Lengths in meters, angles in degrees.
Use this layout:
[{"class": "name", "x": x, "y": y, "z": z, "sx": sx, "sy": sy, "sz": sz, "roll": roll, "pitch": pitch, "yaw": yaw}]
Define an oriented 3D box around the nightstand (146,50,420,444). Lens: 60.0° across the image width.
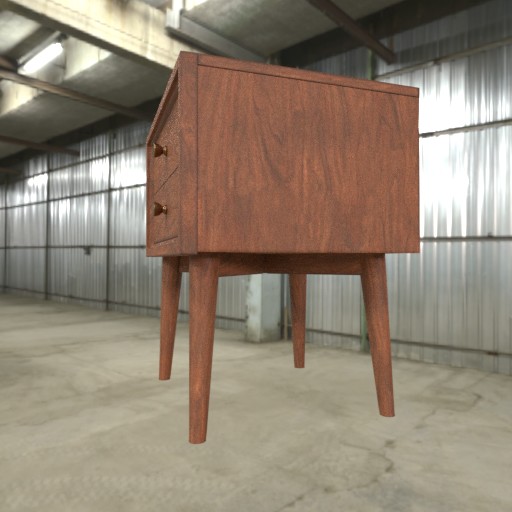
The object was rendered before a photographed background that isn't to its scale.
[{"class": "nightstand", "x": 0.000, "y": 0.000, "z": 0.971, "sx": 0.445, "sy": 0.607, "sz": 0.521, "roll": 0, "pitch": -1, "yaw": -19}]
